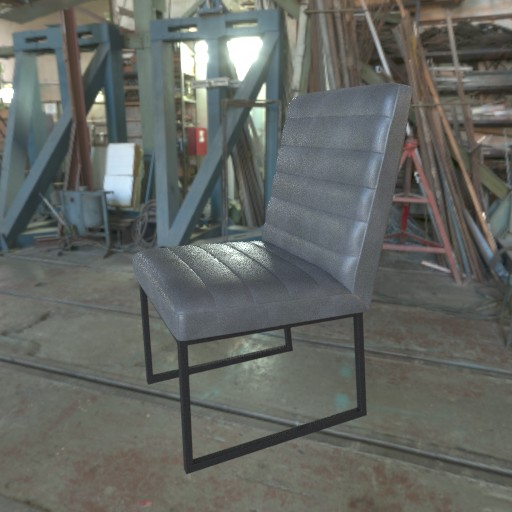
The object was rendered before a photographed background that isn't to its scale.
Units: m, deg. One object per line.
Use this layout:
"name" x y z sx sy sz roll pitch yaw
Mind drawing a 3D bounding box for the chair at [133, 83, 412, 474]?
"chair" 0.000 0.000 1.289 0.634 0.930 0.520 -7 17 -24
